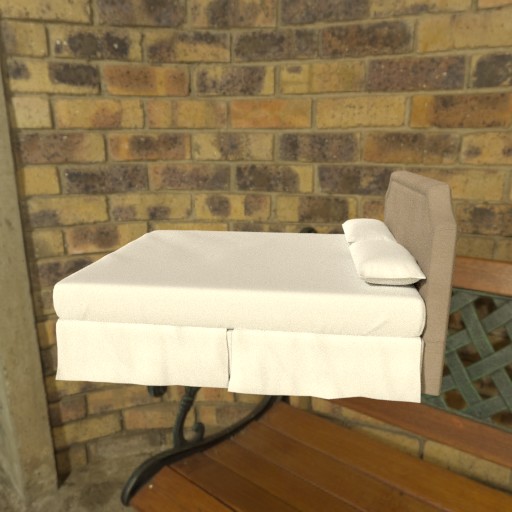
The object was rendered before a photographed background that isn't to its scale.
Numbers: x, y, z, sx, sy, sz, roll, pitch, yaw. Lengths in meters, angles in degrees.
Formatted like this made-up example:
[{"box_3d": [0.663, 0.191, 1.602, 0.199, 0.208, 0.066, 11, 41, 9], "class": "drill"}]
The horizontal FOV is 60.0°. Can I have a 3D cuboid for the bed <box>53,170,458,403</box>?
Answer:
[{"box_3d": [0.000, 0.000, 3.554, 2.498, 1.293, 1.977, 2, 14, 7], "class": "bed"}]
